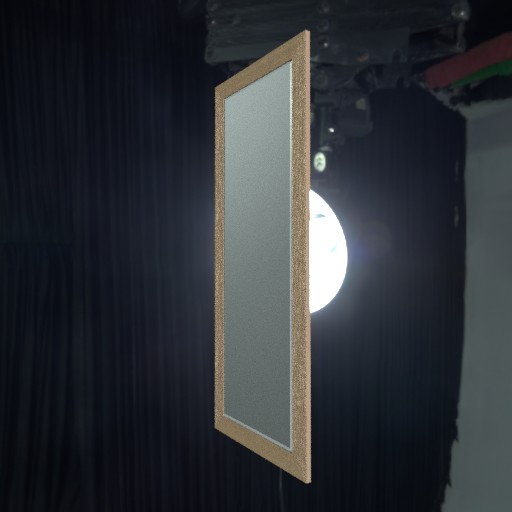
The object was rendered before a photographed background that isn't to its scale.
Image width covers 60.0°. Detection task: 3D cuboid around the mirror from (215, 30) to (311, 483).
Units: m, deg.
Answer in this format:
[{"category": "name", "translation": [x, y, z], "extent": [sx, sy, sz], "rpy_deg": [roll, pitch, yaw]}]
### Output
[{"category": "mirror", "translation": [0.000, 0.000, 2.323], "extent": [0.026, 2.031, 0.812], "rpy_deg": [1, -1, -35]}]
